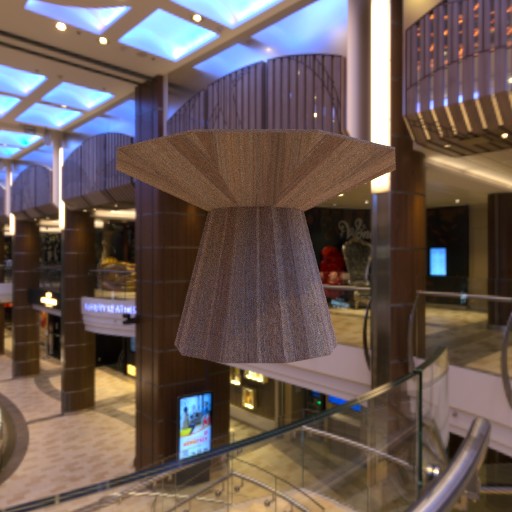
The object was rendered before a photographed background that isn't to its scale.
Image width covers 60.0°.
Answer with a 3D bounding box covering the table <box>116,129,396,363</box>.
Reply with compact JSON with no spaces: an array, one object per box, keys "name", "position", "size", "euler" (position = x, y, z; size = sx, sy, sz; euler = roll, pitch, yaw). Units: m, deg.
[{"name":"table","position":[0.000,0.000,1.881],"size":[1.186,0.752,1.186],"euler":[0,0,0]}]
